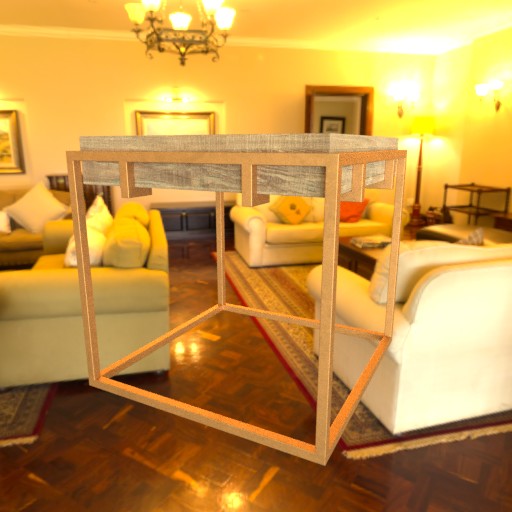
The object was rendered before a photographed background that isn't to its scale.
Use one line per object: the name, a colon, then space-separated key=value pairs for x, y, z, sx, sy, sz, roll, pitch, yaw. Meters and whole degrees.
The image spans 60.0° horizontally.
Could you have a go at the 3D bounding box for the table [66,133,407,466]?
table: x=0.000 y=0.000 z=1.127 sx=0.599 sy=0.584 sz=0.599 roll=7 pitch=16 yaw=27
